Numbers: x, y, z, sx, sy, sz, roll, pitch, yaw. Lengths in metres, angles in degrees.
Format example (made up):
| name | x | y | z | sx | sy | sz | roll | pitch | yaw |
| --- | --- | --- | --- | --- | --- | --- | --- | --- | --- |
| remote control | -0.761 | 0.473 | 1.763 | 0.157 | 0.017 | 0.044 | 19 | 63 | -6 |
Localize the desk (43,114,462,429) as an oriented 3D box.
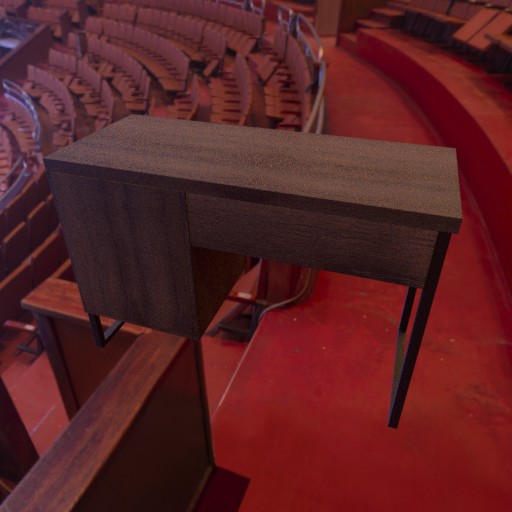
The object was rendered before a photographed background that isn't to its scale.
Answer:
| name | x | y | z | sx | sy | sz | roll | pitch | yaw |
| --- | --- | --- | --- | --- | --- | --- | --- | --- | --- |
| desk | 0.000 | 0.000 | 1.535 | 1.134 | 0.752 | 0.511 | 11 | 35 | 16 |
